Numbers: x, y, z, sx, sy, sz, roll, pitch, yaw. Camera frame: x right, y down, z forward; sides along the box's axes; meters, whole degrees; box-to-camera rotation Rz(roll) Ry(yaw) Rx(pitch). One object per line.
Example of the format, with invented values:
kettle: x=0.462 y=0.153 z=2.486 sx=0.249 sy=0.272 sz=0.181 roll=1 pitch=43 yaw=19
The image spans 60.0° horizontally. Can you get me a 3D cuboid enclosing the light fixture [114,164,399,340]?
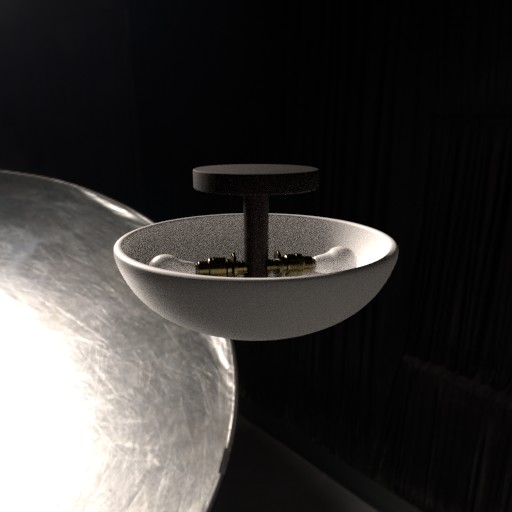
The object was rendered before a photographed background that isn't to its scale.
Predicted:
light fixture: x=0.000 y=0.000 z=0.544 sx=0.331 sy=0.212 sz=0.331 roll=0 pitch=16 yaw=0
